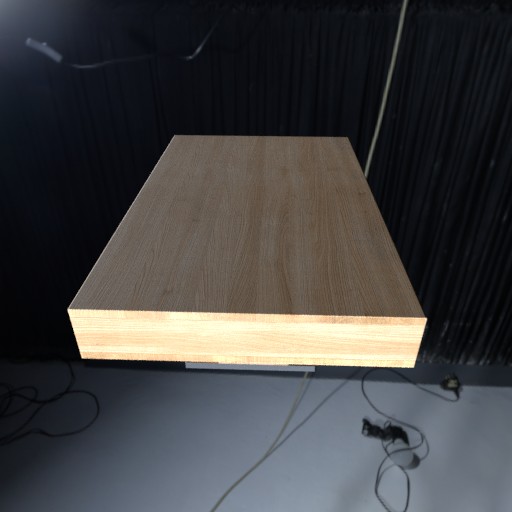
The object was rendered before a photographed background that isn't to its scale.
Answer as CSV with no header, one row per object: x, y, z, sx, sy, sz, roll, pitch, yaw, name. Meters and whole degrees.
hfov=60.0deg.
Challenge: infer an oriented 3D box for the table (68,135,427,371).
0.000,0.000,1.440,0.700,0.440,1.100,1,33,2,table
